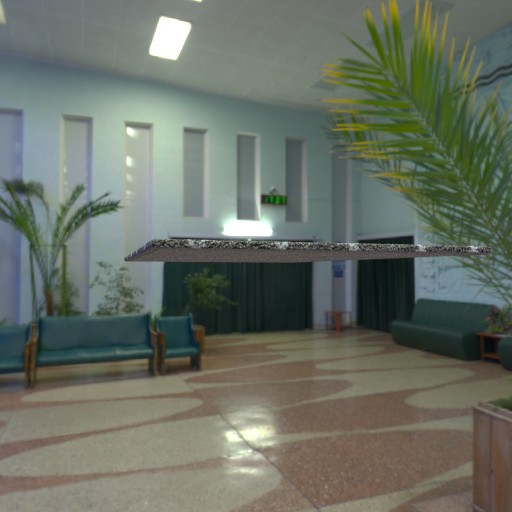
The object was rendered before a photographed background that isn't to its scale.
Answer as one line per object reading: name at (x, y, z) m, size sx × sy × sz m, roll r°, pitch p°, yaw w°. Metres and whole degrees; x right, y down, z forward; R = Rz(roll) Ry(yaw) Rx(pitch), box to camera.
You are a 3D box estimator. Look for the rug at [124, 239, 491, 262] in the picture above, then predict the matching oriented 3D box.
rug at (0.000, 0.000, 2.256) m, size 1.219 × 0.030 × 1.778 m, roll 1°, pitch -2°, yaw -19°
